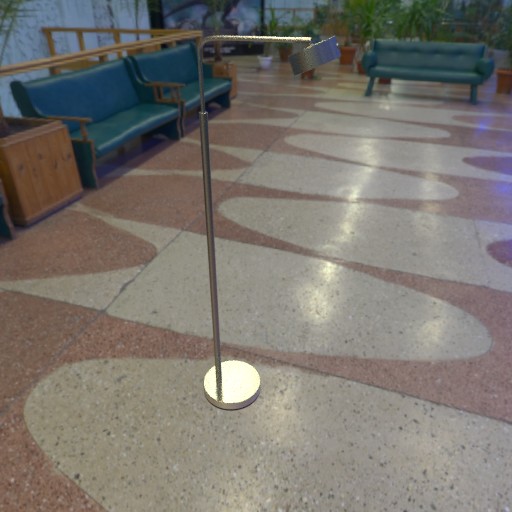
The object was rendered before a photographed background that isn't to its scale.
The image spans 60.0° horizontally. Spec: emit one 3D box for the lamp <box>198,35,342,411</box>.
[{"bbox_3d":[0.000,0.000,1.391,0.421,1.250,0.222,11,33,18],"label":"lamp"}]
